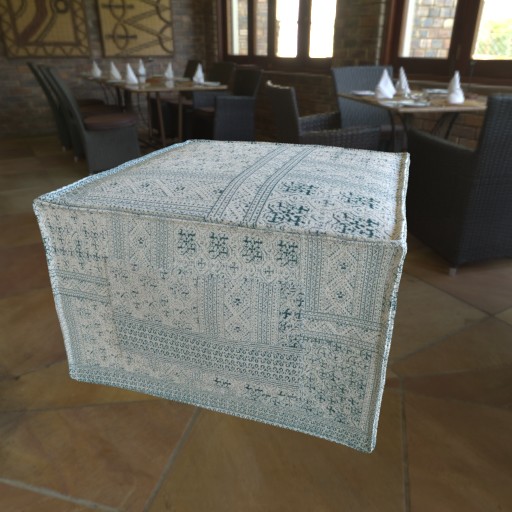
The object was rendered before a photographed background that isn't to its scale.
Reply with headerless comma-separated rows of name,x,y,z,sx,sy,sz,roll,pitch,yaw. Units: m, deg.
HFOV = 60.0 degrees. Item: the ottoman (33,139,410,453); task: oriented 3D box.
ottoman,0.000,0.000,0.997,0.617,0.439,0.626,8,26,16
